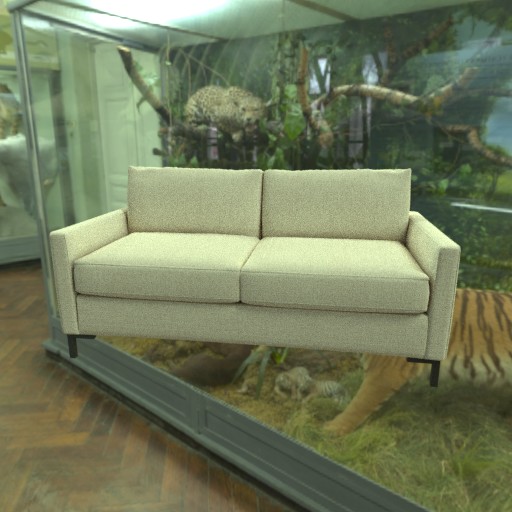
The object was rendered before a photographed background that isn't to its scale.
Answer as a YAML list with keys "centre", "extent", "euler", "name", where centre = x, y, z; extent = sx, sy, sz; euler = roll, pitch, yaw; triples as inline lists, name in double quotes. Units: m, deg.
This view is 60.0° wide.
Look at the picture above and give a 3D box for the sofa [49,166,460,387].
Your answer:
- centre: [0.000, 0.000, 2.128]
  extent: [1.651, 0.812, 0.839]
  euler: [2, 15, 9]
  name: "sofa"
